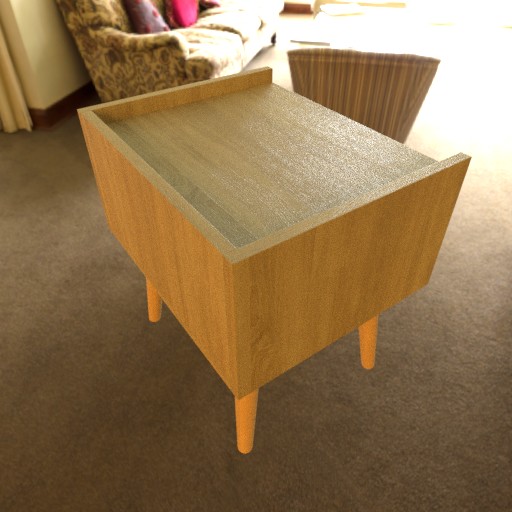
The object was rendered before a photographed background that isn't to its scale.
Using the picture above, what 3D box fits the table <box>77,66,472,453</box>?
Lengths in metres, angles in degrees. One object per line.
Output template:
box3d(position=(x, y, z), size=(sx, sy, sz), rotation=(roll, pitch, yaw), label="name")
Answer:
box3d(position=(0.000, 0.000, 0.787), size=(0.370, 0.470, 0.450), rotation=(-24, 46, -26), label="table")
